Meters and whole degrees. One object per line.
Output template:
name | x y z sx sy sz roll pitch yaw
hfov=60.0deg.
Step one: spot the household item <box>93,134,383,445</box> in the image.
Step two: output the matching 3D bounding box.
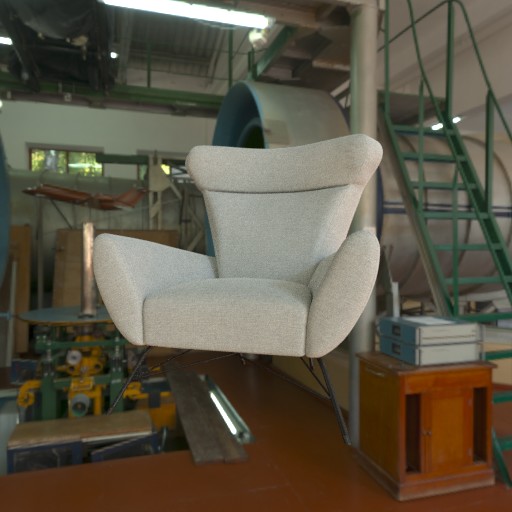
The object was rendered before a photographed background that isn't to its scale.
household item | 0.000 0.000 1.792 0.980 1.050 0.900 0 1 17
